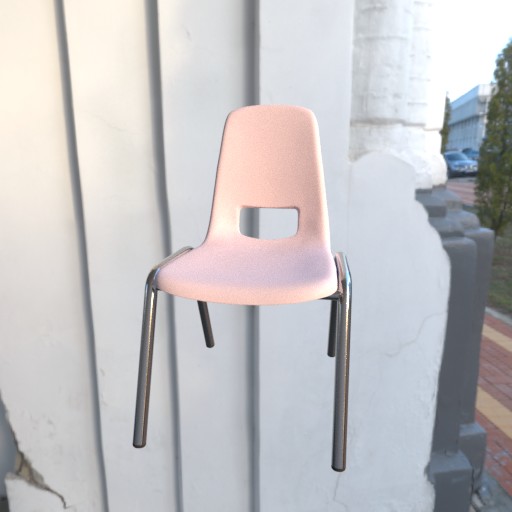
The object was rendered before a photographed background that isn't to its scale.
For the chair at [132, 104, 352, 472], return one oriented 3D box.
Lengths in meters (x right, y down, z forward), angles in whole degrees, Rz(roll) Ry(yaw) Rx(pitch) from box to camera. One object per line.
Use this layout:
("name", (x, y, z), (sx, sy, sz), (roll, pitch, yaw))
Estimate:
("chair", (0.000, 0.000, 0.848), (0.354, 0.586, 0.423), (2, 14, 9))
